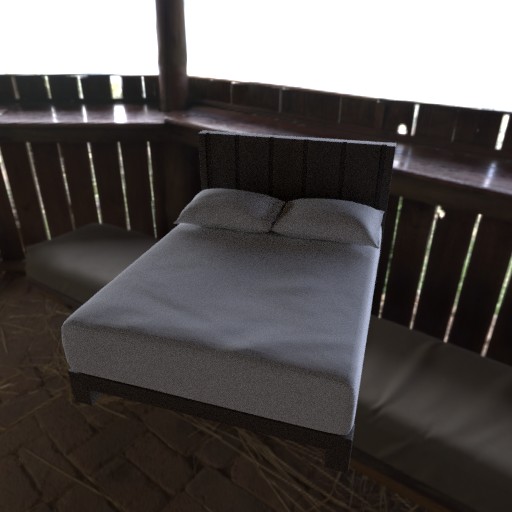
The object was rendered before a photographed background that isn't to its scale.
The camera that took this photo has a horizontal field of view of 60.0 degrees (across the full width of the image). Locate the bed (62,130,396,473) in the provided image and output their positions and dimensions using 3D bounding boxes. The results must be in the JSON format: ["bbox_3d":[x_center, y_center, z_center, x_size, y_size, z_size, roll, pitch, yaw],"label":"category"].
[{"bbox_3d":[0.000,0.000,3.234,1.727,1.270,2.242,8,28,15],"label":"bed"}]
